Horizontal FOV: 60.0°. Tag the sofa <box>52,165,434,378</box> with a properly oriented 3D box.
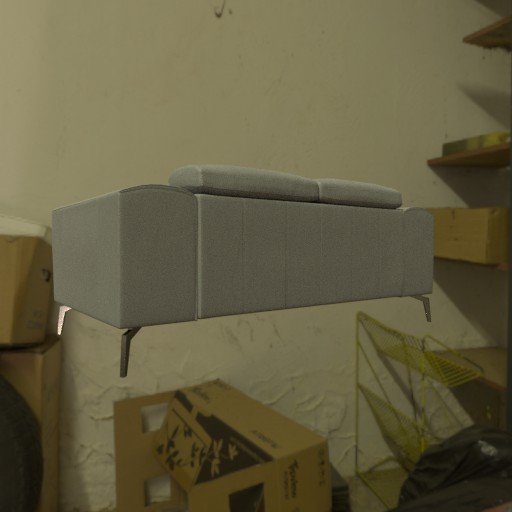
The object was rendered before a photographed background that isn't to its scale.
[{"bbox_3d":[0.000,0.000,2.422,1.895,0.779,1.003,-1,2,-37],"label":"sofa"}]
